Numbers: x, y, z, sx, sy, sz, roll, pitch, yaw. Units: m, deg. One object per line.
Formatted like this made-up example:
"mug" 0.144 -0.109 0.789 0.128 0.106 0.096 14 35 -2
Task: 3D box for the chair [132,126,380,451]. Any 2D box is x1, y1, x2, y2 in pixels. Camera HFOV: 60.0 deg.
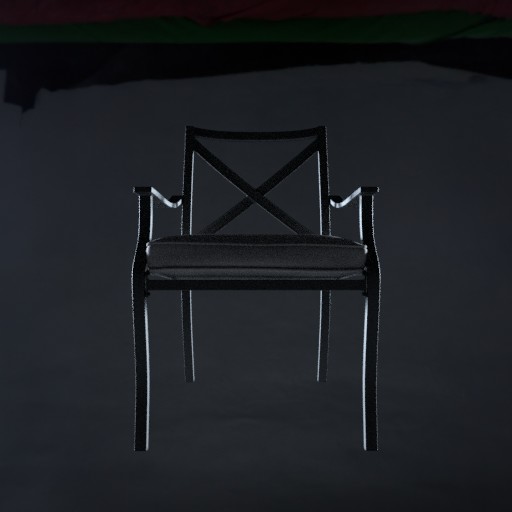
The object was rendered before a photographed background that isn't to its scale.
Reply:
"chair" 0.000 0.000 1.296 0.575 0.889 0.620 0 2 0
